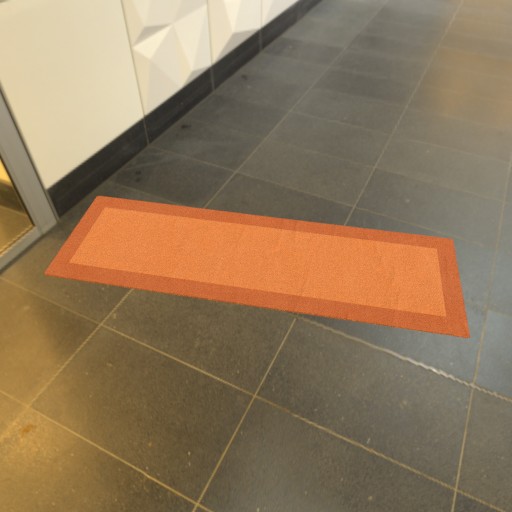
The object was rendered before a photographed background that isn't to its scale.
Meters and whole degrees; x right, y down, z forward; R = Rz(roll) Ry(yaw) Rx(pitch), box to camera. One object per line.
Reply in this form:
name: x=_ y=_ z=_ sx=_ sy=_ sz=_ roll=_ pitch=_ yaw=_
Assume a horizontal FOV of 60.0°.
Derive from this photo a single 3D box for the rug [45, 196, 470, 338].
rug: x=0.000 y=0.000 z=2.732 sx=2.471 sy=0.013 sz=0.914 roll=5 pitch=46 yaw=5
